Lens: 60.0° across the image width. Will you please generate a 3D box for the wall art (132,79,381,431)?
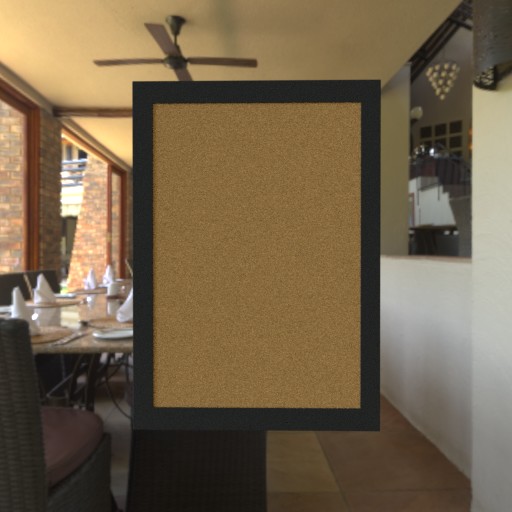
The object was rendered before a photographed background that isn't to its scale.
[{"bbox_3d":[0.000,0.000,0.674,0.374,0.529,0.012,0,0,1],"label":"wall art"}]
